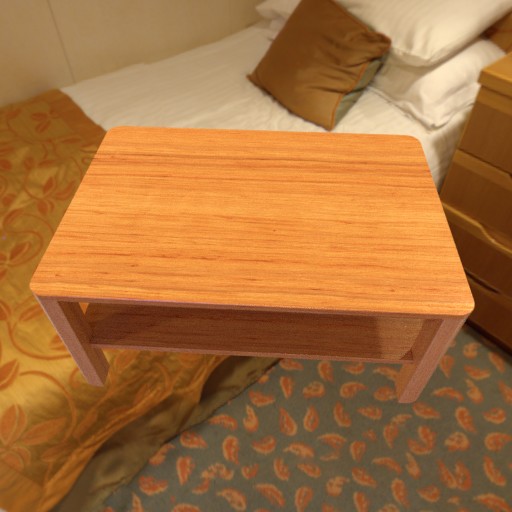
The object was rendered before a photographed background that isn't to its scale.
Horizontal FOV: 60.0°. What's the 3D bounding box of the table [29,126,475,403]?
[{"bbox_3d":[0.000,0.000,1.363,0.997,0.445,0.696,2,48,2],"label":"table"}]
